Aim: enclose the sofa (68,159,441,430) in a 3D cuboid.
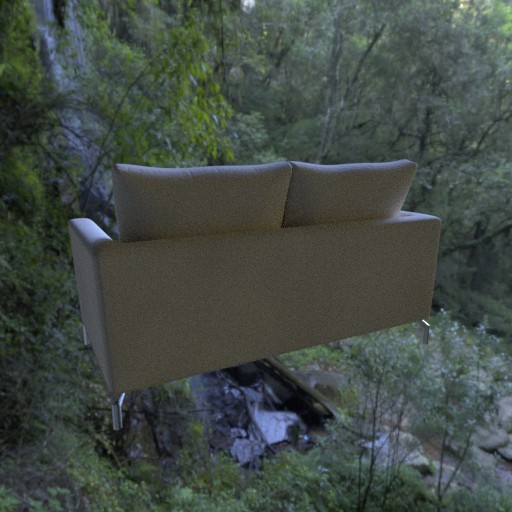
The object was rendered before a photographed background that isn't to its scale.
[{"bbox_3d":[0.000,0.000,2.346,1.739,0.995,0.906,-7,15,-27],"label":"sofa"}]
